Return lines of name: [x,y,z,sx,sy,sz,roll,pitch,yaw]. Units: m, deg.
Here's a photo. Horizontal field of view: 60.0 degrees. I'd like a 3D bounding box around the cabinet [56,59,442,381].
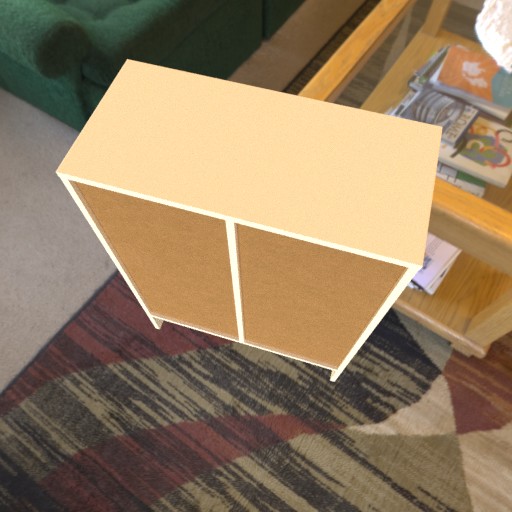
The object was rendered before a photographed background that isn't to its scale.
cabinet: [0.000,0.000,1.117,0.600,0.815,0.296,15,64,8]
